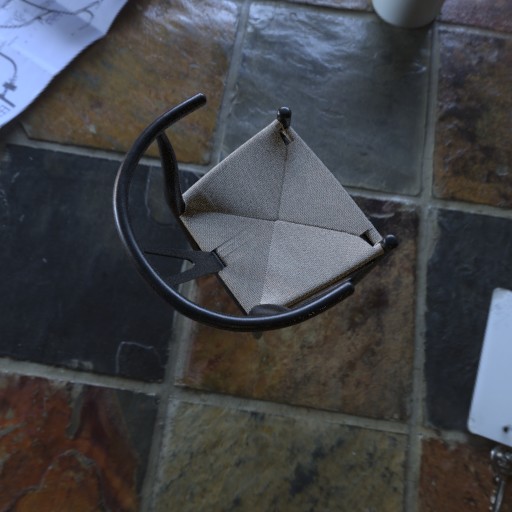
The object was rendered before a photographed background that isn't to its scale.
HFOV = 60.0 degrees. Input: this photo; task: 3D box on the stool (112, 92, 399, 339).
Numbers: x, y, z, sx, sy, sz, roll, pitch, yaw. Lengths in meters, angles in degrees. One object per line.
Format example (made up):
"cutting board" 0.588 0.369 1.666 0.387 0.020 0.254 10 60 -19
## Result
"stool" 0.000 0.000 1.411 0.579 1.072 0.569 -34 78 -9
